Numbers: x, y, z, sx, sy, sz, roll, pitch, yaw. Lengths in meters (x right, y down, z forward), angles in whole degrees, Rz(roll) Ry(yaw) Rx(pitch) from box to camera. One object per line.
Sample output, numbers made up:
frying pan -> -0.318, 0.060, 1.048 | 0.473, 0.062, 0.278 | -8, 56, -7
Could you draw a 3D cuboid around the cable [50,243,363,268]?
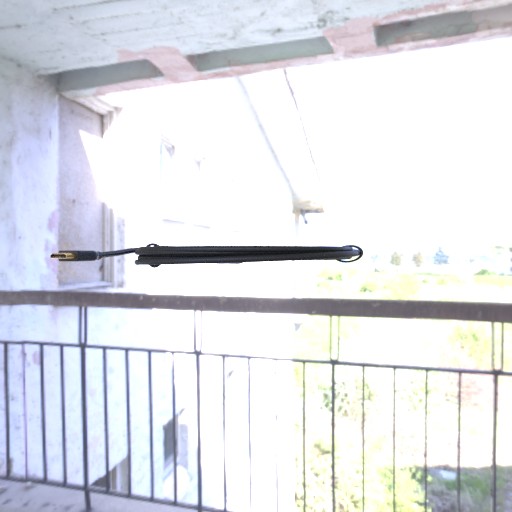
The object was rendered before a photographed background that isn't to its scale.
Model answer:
cable -> 0.000, 0.000, 0.530 | 0.257, 0.030, 0.422 | 0, 0, 17
